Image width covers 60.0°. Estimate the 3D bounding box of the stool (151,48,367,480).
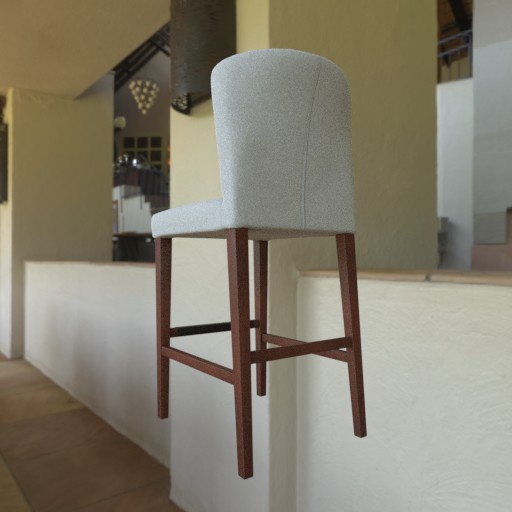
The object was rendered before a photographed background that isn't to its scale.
[{"bbox_3d":[0.000,0.000,1.392,0.479,1.069,0.568,0,0,-36],"label":"stool"}]
